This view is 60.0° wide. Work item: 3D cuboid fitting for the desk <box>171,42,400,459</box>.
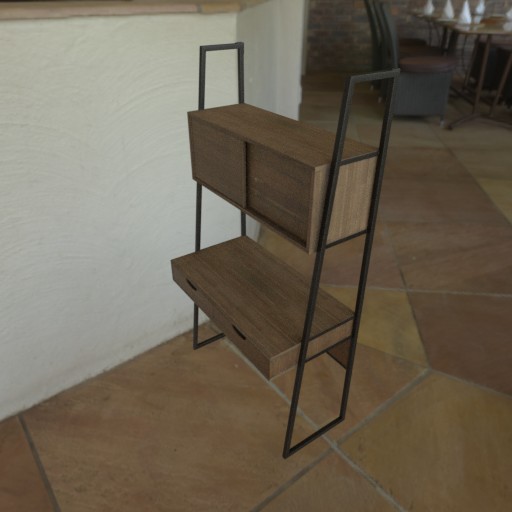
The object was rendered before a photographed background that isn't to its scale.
[{"bbox_3d":[0.000,0.000,2.191,0.515,1.809,0.982,-20,37,-29],"label":"desk"}]
